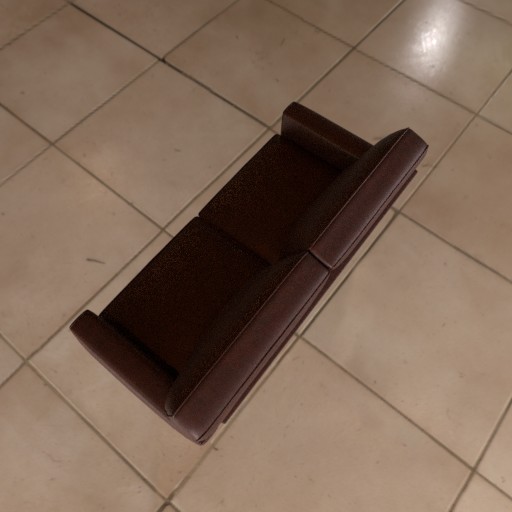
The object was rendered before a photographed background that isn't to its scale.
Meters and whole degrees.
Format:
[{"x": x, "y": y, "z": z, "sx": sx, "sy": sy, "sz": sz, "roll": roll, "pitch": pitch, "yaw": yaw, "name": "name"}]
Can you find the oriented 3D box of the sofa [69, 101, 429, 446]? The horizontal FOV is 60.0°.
[{"x": 0.000, "y": 0.000, "z": 2.439, "sx": 0.912, "sy": 0.928, "sz": 1.876, "roll": 35, "pitch": 69, "yaw": 15, "name": "sofa"}]
